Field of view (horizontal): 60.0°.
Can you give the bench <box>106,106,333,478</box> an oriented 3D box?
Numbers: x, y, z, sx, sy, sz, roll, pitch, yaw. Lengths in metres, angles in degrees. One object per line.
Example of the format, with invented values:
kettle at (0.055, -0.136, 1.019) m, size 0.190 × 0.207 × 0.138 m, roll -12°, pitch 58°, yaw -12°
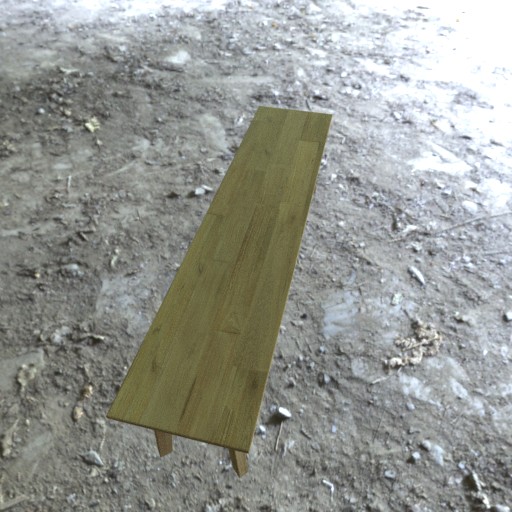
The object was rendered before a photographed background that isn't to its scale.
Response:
bench at (0.000, 0.000, 1.828) m, size 0.378 × 0.431 × 1.698 m, roll 10°, pitch 47°, yaw 9°
